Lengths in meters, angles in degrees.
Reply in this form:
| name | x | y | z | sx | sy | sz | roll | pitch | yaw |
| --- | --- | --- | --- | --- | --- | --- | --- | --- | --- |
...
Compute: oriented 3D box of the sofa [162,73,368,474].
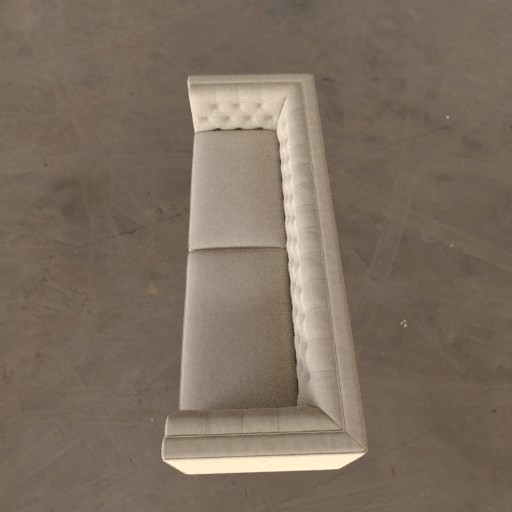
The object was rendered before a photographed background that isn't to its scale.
| name | x | y | z | sx | sy | sz | roll | pitch | yaw |
| --- | --- | --- | --- | --- | --- | --- | --- | --- | --- |
| sofa | 0.000 | 0.000 | 2.500 | 0.775 | 0.762 | 2.159 | -2 | 60 | -1 |
